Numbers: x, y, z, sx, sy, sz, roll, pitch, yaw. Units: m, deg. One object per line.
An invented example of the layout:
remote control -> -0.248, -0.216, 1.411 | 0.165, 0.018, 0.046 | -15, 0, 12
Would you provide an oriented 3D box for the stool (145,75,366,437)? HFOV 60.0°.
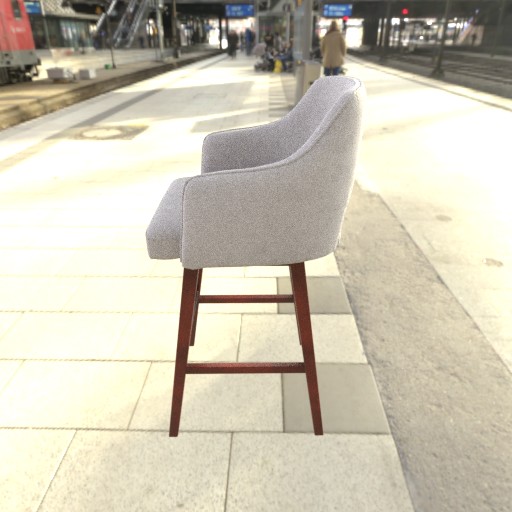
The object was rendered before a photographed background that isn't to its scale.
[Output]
stool -> 0.000, 0.000, 1.357 | 0.558, 1.012, 0.548 | 0, 27, -1
